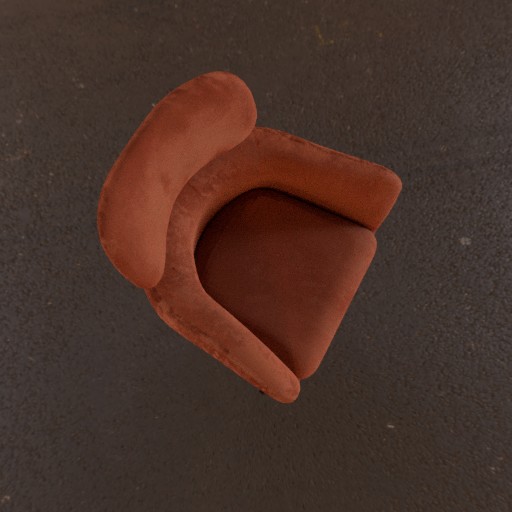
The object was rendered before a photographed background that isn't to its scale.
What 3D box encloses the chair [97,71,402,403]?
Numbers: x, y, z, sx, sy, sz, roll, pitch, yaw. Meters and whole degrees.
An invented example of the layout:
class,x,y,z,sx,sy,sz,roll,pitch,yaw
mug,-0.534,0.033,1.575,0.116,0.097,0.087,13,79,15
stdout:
class,x,y,z,sx,sy,sz,roll,pitch,yaw
chair,0.000,0.000,1.104,0.523,0.772,0.561,28,78,7
